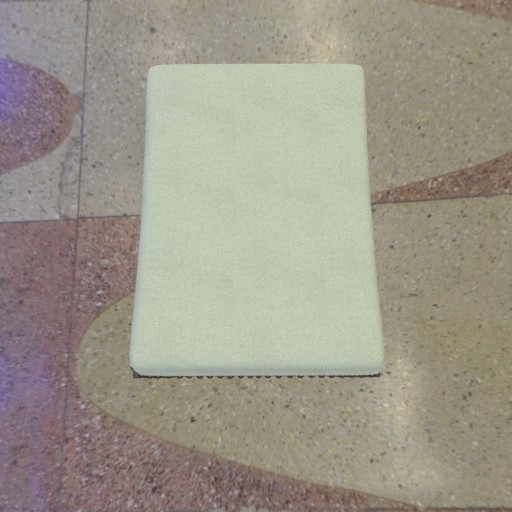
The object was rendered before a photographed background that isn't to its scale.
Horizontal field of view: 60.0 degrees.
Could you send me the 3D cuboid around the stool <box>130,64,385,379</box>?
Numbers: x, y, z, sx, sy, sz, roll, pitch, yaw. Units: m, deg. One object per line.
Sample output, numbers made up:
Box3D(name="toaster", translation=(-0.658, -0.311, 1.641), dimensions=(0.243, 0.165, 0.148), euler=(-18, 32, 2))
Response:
Box3D(name="stool", translation=(0.000, 0.000, 0.934), dimensions=(0.361, 0.642, 0.500), euler=(0, 76, 0))
